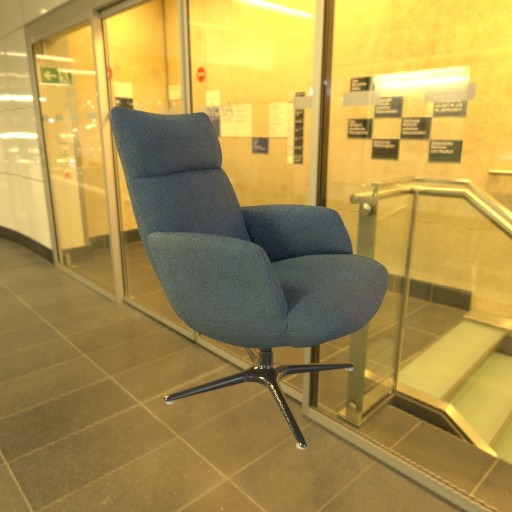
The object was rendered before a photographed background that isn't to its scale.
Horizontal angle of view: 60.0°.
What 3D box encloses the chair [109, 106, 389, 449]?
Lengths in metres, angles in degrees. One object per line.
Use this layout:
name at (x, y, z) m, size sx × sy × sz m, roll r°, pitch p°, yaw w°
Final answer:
chair at (0.000, 0.000, 1.592) m, size 0.889 × 1.016 × 0.711 m, roll 8°, pitch 17°, yaw 26°
